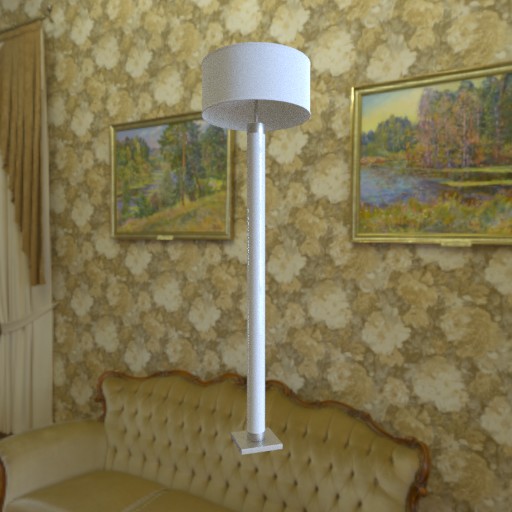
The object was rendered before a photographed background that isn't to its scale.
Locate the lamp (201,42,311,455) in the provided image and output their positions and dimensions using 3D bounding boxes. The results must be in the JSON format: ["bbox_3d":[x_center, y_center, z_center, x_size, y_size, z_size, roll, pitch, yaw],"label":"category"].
[{"bbox_3d":[0.000,0.000,1.725,0.420,1.475,0.420,0,1,-17],"label":"lamp"}]
